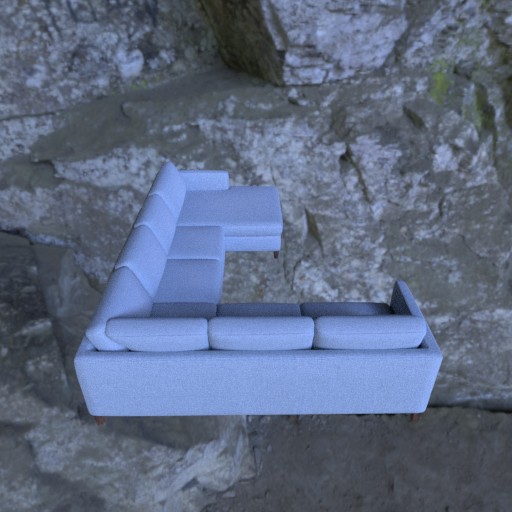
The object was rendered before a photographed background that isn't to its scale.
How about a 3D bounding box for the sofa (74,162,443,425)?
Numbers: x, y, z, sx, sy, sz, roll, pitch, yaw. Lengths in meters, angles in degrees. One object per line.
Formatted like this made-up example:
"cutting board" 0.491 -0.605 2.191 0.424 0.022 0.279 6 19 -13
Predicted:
"sofa" 0.000 0.000 4.531 2.551 0.889 3.403 0 33 -1
